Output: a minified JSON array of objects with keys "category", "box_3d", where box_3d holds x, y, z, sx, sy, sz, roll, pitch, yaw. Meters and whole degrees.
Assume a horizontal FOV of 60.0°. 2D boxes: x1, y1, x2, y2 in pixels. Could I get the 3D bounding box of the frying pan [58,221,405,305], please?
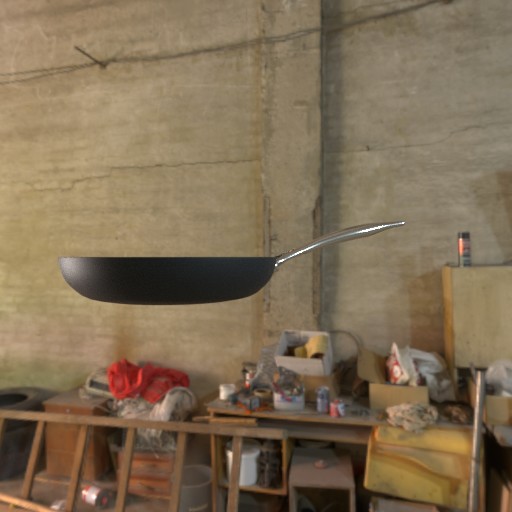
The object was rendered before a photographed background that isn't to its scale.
[{"category":"frying pan","box_3d":[0.000,0.000,0.578,0.472,0.105,0.255,0,0,-20]}]
